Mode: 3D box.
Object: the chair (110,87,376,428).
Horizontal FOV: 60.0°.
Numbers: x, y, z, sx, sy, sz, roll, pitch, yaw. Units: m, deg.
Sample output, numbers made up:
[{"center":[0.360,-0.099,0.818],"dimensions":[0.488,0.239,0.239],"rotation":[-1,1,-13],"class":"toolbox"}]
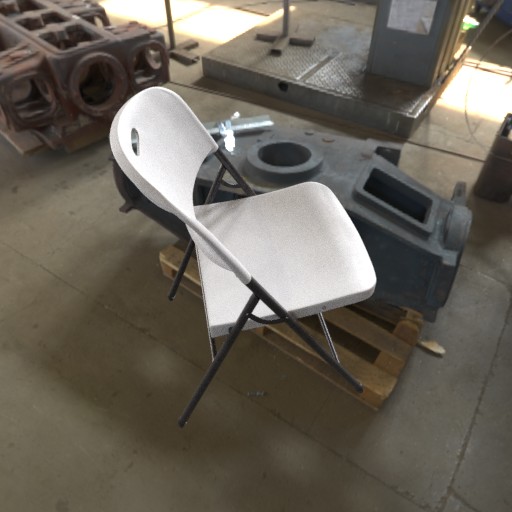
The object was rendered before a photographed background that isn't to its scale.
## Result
[{"center":[0.000,0.000,1.168],"dimensions":[0.566,0.810,0.494],"rotation":[-8,47,-8],"class":"chair"}]
